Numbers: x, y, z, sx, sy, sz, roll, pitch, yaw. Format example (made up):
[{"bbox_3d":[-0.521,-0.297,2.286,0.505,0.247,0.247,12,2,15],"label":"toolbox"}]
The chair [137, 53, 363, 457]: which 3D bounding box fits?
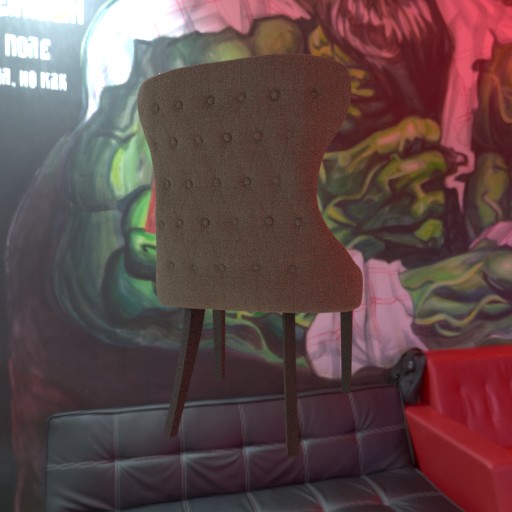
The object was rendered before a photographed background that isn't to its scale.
[{"bbox_3d":[0.000,0.000,1.347,0.628,0.967,0.635,1,2,18],"label":"chair"}]
